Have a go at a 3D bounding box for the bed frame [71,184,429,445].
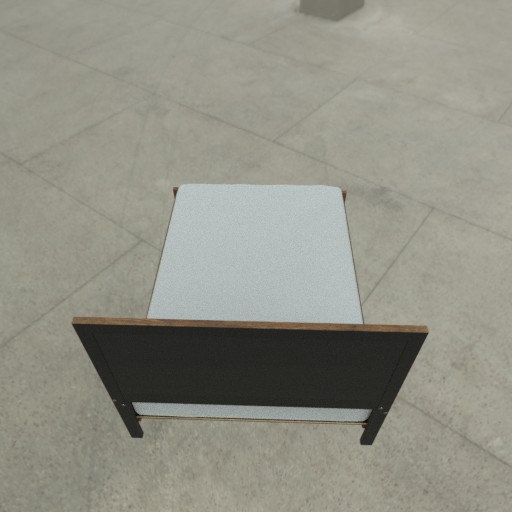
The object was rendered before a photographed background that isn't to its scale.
[{"bbox_3d":[0.000,0.000,3.391,1.696,1.417,2.276,1,47,1],"label":"bed frame"}]
